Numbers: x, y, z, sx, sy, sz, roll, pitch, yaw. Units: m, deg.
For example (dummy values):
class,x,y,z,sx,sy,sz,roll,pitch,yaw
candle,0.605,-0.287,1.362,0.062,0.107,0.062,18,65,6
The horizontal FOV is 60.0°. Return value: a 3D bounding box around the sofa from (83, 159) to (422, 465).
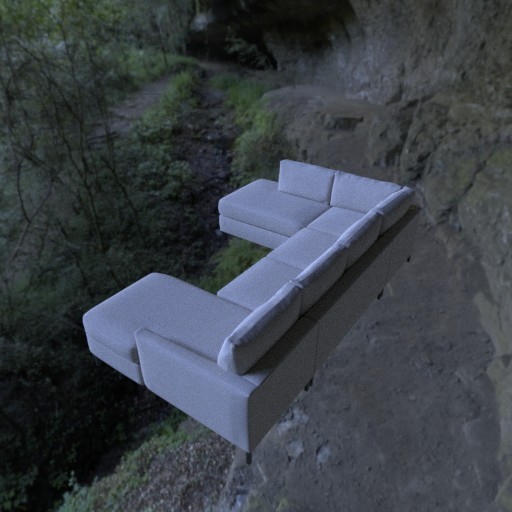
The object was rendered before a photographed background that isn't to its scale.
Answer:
class,x,y,z,sx,sy,sz,roll,pitch,yaw
sofa,0.000,0.000,3.931,1.989,0.862,2.984,20,36,30
